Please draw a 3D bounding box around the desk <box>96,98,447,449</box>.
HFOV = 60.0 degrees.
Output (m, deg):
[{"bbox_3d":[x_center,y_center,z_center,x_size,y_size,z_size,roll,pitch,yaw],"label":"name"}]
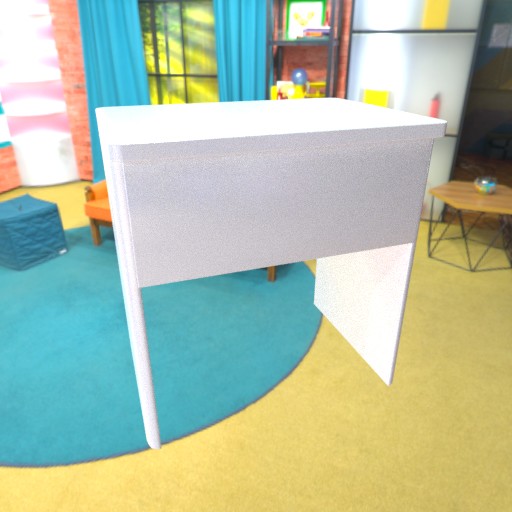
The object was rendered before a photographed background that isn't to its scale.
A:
[{"bbox_3d":[0.000,0.000,1.298,0.762,0.800,0.549,-9,27,-18],"label":"desk"}]
